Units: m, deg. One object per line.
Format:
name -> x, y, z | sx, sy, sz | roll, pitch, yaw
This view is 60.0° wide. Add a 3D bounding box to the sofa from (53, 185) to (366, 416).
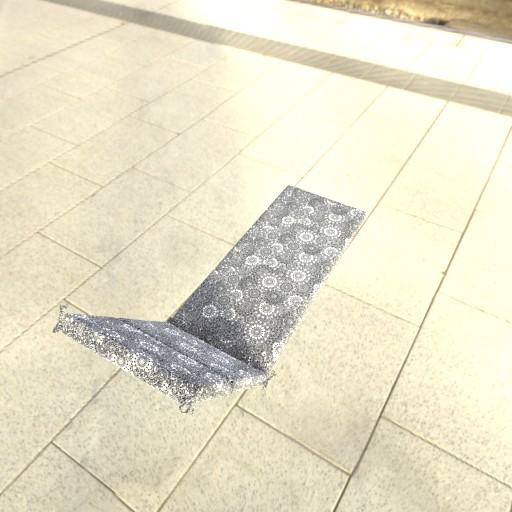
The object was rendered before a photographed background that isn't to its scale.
sofa -> 0.000, 0.000, 1.983 | 0.582, 0.622, 1.663 | 23, 51, 20
